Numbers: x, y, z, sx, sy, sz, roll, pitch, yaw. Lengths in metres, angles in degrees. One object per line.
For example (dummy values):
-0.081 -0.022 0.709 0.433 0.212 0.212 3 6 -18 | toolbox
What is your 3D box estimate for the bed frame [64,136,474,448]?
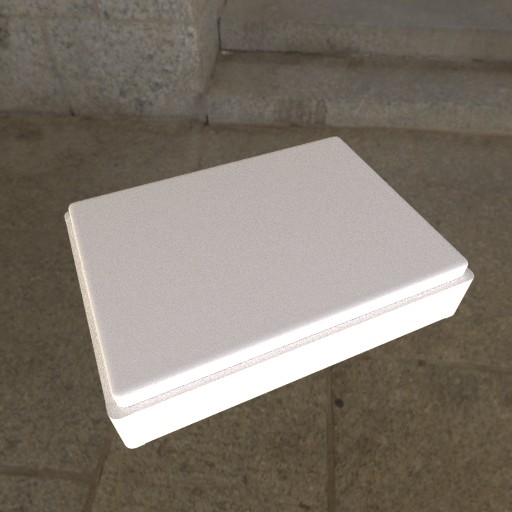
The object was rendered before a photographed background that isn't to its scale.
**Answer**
0.000 0.000 2.557 1.900 0.406 1.400 -18 49 -16 | bed frame
